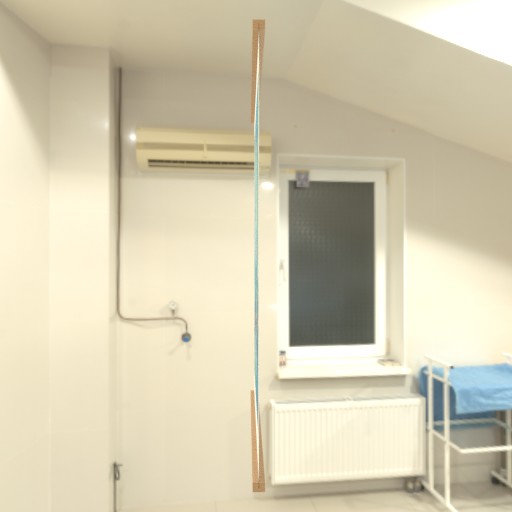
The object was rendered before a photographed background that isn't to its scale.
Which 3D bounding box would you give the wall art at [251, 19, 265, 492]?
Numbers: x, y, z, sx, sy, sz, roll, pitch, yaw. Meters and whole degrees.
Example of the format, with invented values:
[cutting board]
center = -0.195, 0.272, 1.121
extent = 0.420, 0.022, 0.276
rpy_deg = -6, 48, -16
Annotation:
[wall art]
center = 0.000, 0.000, 0.646
extent = 0.013, 0.510, 0.335
rpy_deg = 0, 0, -1
